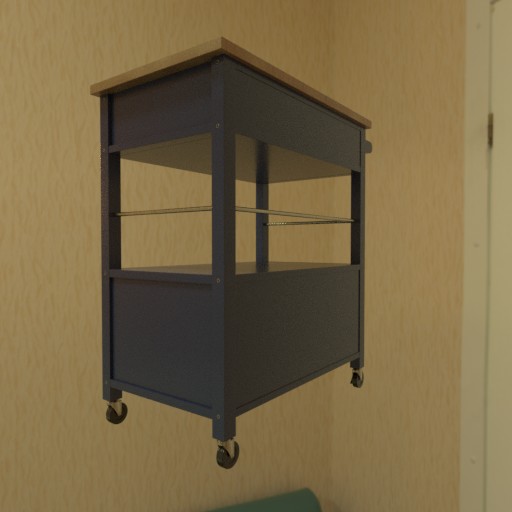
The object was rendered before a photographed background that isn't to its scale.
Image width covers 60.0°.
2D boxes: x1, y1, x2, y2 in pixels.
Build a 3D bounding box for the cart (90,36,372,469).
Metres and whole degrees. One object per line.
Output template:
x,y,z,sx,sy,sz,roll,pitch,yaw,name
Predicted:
0.000,0.000,1.367,0.459,0.901,0.840,1,2,37,cart
